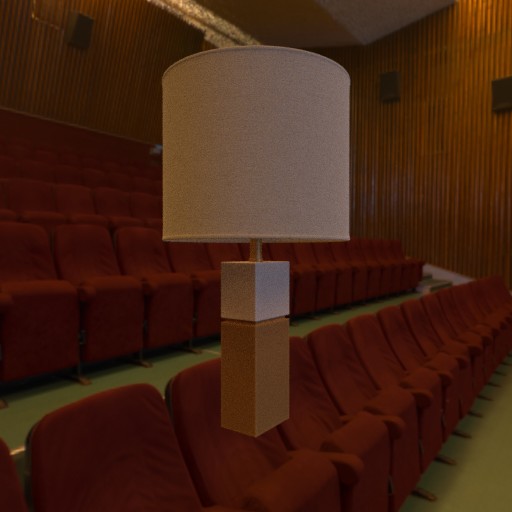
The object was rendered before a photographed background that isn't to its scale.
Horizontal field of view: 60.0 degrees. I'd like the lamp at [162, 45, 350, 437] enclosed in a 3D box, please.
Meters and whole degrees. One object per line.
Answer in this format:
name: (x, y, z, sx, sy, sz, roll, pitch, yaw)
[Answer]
lamp: (0.000, 0.000, 0.553, 0.229, 0.417, 0.229, 0, 1, 36)
